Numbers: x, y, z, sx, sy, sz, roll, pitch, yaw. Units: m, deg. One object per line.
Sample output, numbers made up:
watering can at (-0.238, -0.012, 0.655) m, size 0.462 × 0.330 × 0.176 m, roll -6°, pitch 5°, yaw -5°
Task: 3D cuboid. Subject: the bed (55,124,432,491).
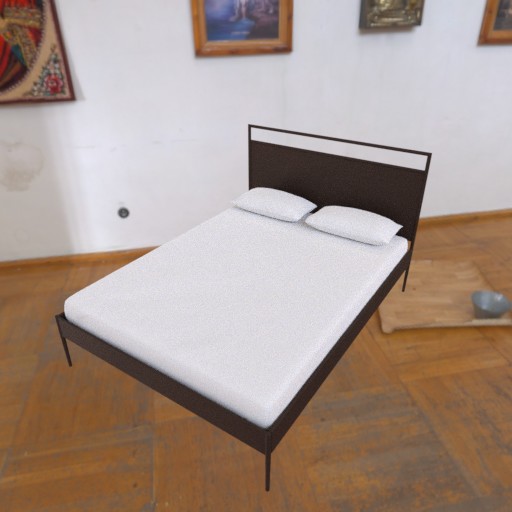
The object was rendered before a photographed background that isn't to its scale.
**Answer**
bed at (0.000, 0.000, 3.027) m, size 1.572 × 1.173 × 2.122 m, roll 18°, pitch 34°, yaw 29°
